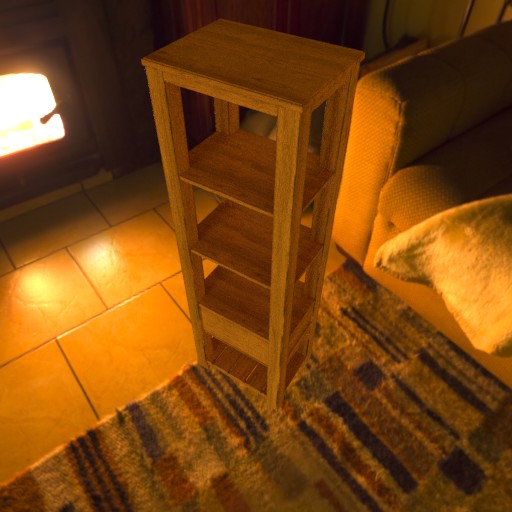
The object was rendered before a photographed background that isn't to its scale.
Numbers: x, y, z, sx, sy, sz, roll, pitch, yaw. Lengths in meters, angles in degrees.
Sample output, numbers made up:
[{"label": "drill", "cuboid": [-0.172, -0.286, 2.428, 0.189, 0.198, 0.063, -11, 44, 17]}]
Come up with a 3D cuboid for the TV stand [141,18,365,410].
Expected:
[{"label": "TV stand", "cuboid": [0.000, 0.000, 2.045, 0.565, 1.828, 0.435, 25, 51, 22]}]
